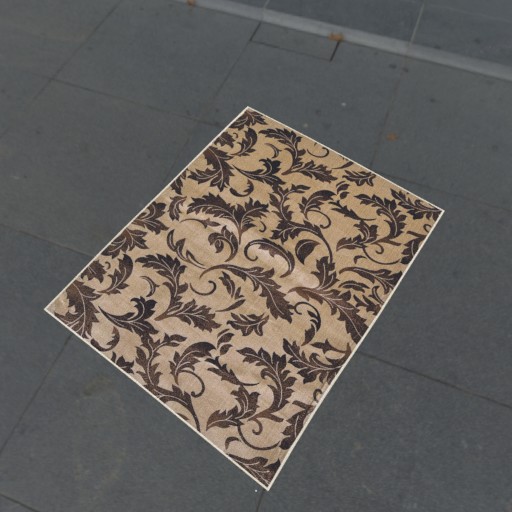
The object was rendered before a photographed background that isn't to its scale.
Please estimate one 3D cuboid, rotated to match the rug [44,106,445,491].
[{"bbox_3d":[0.000,0.000,4.053,2.380,0.008,2.977,33,67,16],"label":"rug"}]
